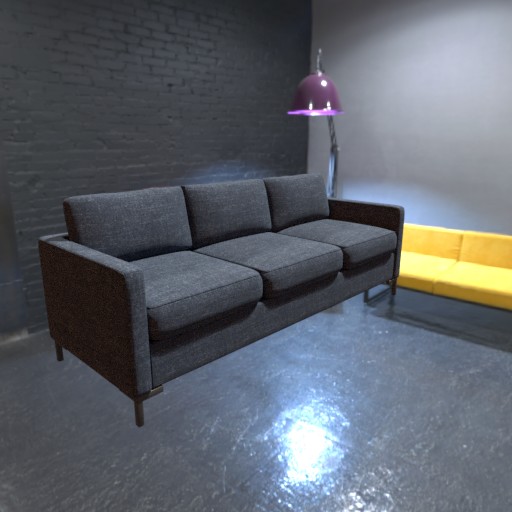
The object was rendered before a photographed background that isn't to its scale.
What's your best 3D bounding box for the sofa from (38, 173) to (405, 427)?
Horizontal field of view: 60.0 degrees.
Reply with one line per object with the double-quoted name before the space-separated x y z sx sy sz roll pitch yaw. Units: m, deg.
"sofa" 0.000 0.000 2.705 0.859 0.874 2.218 14 21 42
